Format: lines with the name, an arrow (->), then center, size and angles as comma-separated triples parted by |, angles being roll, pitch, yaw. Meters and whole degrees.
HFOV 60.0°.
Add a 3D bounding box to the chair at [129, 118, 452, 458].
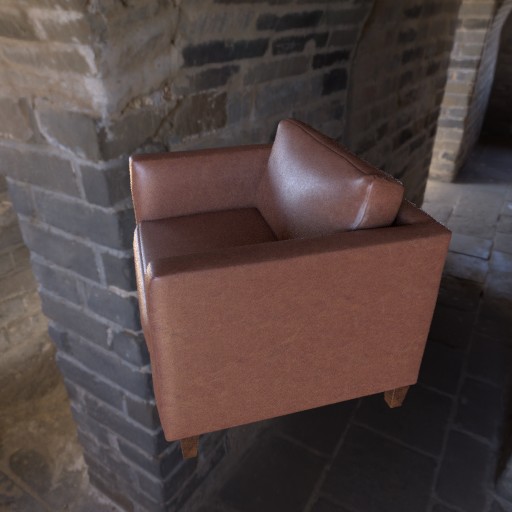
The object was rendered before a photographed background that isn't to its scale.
chair -> 0.000, 0.000, 1.809 | 0.959, 0.917, 1.107 | -8, 30, -14
